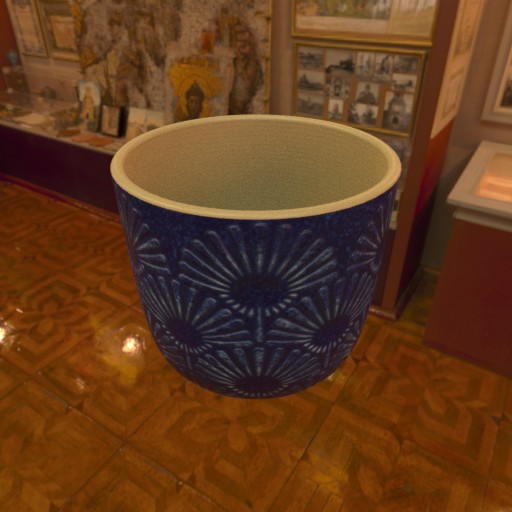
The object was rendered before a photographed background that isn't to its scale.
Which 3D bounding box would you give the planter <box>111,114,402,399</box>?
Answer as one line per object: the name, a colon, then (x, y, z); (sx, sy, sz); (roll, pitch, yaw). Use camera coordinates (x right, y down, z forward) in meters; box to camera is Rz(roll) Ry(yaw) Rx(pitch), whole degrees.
planter: (0.000, 0.000, 0.224); (0.124, 0.109, 0.124); (0, 32, 0)
